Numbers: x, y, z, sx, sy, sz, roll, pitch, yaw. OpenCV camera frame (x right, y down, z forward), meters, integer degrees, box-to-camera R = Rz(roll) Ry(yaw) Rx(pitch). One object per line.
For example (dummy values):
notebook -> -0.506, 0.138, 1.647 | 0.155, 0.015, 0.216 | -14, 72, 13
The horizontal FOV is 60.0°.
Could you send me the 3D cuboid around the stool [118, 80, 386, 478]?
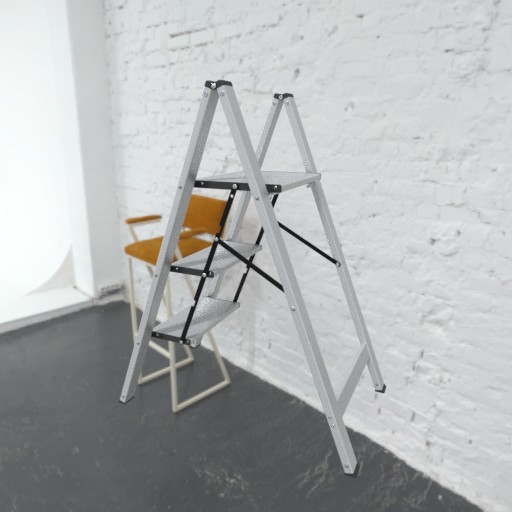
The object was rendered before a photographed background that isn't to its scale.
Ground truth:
stool -> 0.000, 0.000, 1.270 | 0.730, 0.902, 0.441 | 7, 17, 24
